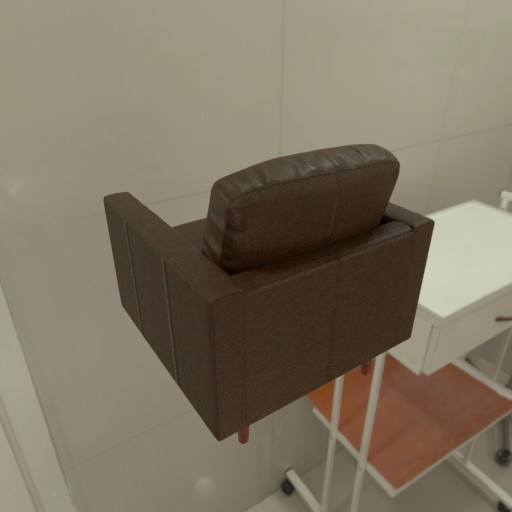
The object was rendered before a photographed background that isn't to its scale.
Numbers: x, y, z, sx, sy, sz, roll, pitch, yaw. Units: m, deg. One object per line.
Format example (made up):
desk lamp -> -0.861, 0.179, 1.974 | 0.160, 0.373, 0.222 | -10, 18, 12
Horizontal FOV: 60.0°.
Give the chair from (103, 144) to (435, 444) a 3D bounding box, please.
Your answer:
chair -> 0.000, 0.000, 1.740 | 0.890, 0.956, 0.909 | -18, 33, -29
